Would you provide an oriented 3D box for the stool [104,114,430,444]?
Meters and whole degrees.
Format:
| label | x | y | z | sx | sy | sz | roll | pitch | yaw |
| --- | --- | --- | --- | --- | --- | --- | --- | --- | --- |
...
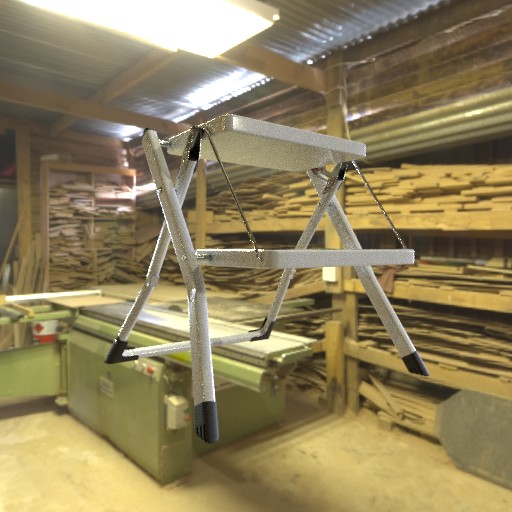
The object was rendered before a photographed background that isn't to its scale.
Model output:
| label | x | y | z | sx | sy | sz | roll | pitch | yaw |
| --- | --- | --- | --- | --- | --- | --- | --- | --- | --- |
| stool | 0.000 | 0.000 | 0.854 | 0.485 | 0.445 | 0.490 | -1 | 1 | -37 |
